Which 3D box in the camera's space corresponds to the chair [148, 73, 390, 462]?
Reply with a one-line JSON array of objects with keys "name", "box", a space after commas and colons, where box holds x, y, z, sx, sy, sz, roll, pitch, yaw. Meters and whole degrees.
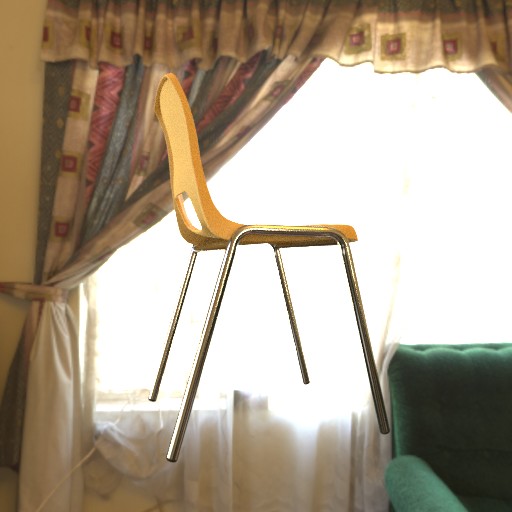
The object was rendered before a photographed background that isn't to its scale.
[{"name": "chair", "box": [0.000, 0.000, 0.983, 0.436, 0.704, 0.381, 0, 0, -19]}]
